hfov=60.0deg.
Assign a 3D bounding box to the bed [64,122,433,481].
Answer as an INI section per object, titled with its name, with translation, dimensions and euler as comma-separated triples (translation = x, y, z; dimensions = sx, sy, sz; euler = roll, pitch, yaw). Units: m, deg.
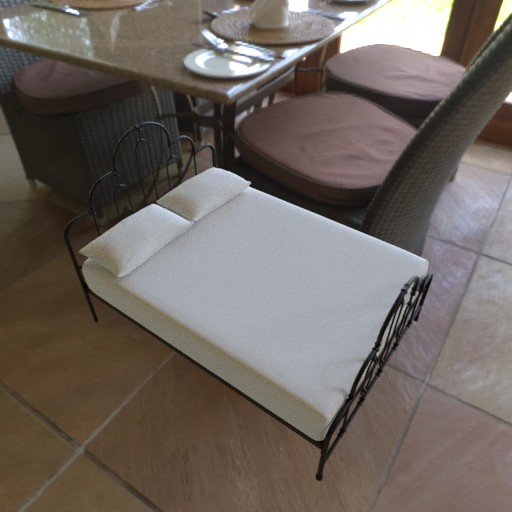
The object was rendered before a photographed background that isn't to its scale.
[bed]
translation = 0.000, 0.000, 3.230
dimensions = 2.181, 1.444, 1.626
euler = 26, 48, 27
